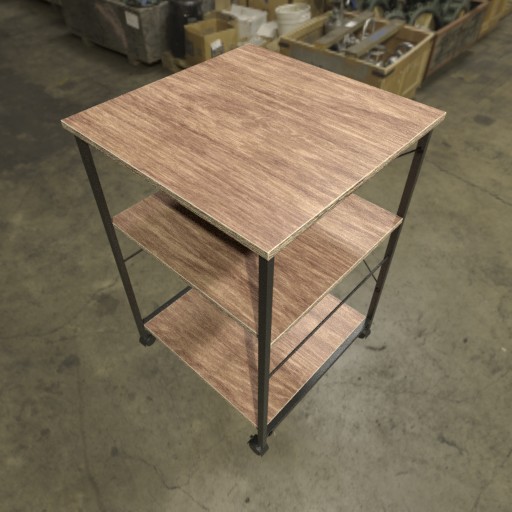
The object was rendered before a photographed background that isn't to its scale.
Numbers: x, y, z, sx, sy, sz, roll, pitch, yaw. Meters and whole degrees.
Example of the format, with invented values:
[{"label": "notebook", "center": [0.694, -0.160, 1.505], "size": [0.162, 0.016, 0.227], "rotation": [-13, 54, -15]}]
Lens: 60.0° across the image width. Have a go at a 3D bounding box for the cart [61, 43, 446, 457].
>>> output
[{"label": "cart", "center": [0.000, 0.000, 1.117], "size": [0.521, 0.762, 0.520], "rotation": [33, 54, 28]}]
